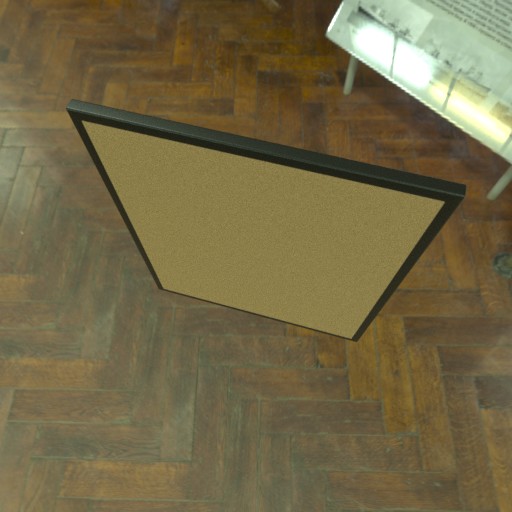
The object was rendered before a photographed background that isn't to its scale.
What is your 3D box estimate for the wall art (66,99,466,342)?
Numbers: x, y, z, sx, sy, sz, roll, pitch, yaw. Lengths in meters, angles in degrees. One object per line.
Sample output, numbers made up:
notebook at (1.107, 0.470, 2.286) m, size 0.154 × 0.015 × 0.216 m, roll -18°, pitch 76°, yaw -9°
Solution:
wall art at (0.000, 0.000, 0.777) m, size 0.481 × 0.582 × 0.018 m, roll 14°, pitch 64°, yaw 7°
